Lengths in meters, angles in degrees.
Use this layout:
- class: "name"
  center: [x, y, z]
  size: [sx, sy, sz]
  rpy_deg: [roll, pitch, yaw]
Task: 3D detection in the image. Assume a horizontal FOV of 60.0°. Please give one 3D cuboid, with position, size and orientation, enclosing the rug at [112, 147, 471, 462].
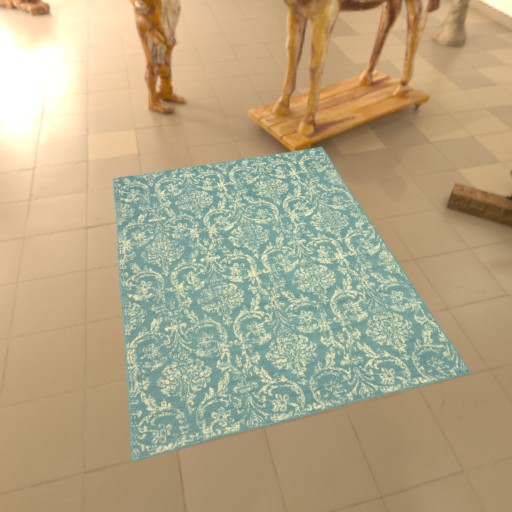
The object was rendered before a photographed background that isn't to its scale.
- class: "rug"
  center: [0.000, 0.000, 3.913]
  size: [2.363, 0.012, 2.980]
  rpy_deg: [-11, 47, -10]
